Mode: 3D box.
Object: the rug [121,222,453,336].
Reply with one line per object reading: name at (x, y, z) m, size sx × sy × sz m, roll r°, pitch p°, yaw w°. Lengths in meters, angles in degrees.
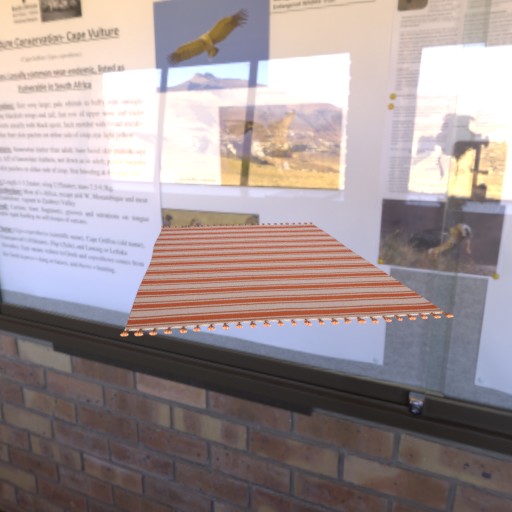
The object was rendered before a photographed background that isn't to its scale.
rug at (0.000, 0.000, 2.599) m, size 1.232 × 0.017 × 2.092 m, roll -2°, pitch 14°, yaw -8°
